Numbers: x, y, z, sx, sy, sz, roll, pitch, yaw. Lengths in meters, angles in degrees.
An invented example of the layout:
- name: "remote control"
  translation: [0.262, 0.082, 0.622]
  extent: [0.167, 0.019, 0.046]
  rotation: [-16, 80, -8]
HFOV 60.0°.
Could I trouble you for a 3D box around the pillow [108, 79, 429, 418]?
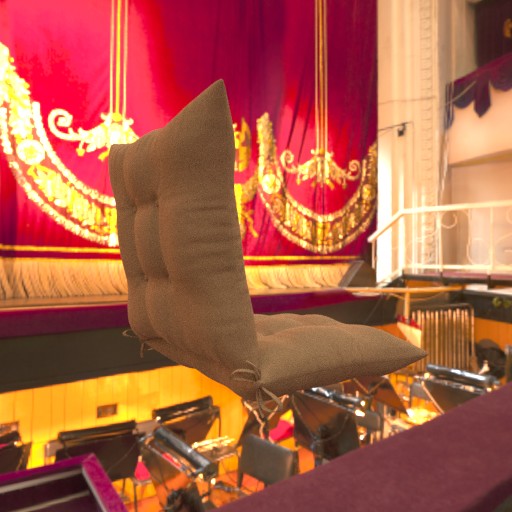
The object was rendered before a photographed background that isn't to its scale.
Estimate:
- name: "pillow"
  translation: [0.000, 0.000, 1.005]
  extent: [0.585, 0.536, 0.541]
  rotation: [0, 0, -36]
